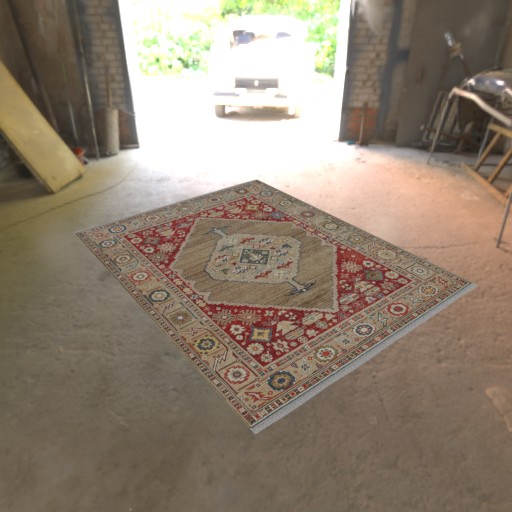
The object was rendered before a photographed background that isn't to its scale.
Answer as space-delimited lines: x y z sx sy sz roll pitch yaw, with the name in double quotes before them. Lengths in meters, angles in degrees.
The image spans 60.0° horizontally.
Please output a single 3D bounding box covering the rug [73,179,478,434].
"rug" 0.000 0.000 4.259 2.451 0.008 3.143 -22 38 -32
